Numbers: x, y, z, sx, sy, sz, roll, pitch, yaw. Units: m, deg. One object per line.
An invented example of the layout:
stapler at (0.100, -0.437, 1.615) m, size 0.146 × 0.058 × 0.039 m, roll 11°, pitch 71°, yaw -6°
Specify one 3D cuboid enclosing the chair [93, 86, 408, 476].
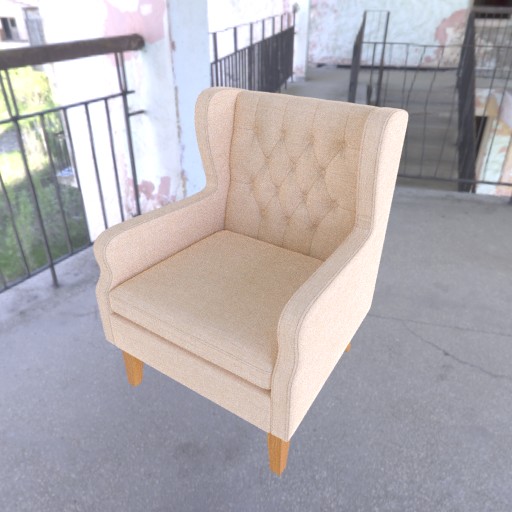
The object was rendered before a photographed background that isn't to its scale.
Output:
chair at (0.000, 0.000, 1.448) m, size 0.710 × 0.930 × 0.760 m, roll 19°, pitch 36°, yaw 29°
